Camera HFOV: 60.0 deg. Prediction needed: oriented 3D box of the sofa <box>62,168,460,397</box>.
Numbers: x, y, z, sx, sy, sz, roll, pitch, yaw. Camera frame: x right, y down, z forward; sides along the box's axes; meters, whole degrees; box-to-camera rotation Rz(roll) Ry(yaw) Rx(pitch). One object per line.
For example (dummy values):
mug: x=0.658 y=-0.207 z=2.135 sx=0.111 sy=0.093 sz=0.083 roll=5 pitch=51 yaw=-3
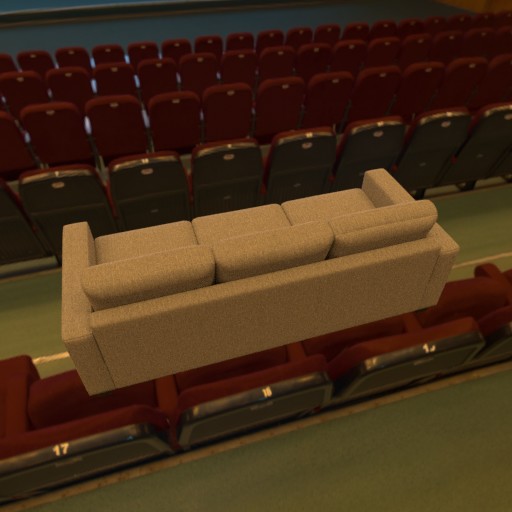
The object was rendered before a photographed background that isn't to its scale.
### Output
sofa: x=0.000 y=0.000 z=2.639 sx=2.120 sy=0.800 sz=0.900 roll=-12 pitch=44 yaw=-13
